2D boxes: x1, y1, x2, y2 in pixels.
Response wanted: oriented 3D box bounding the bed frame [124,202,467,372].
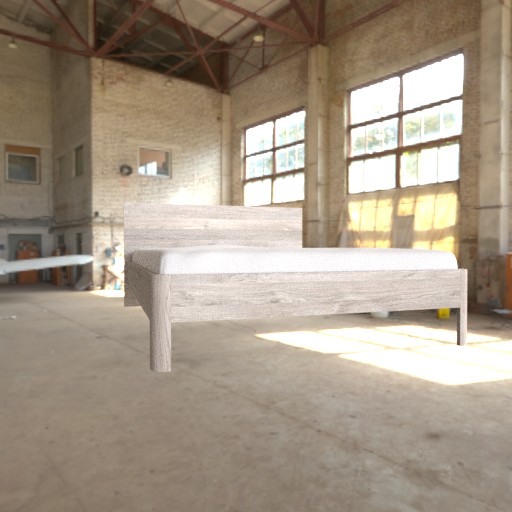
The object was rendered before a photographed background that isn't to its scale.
[{"bbox_3d":[0.000,0.000,2.728,1.490,0.800,1.950,0,1,-19],"label":"bed frame"}]
